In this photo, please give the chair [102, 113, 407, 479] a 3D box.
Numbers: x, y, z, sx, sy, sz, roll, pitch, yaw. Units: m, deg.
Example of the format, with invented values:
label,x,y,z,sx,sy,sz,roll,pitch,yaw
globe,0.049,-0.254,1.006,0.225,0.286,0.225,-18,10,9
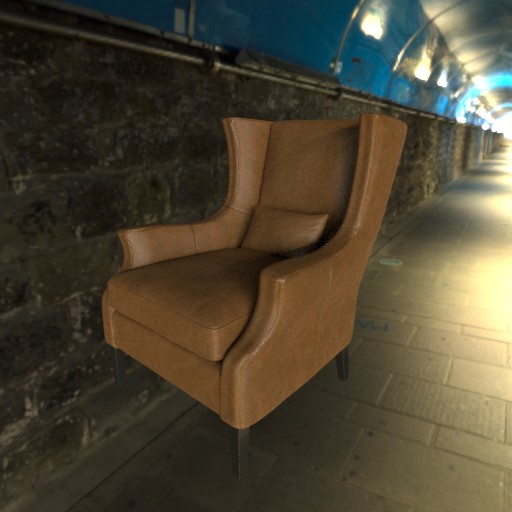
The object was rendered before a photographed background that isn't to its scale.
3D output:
label,x,y,z,sx,sy,sz,roll,pitch,yaw
chair,0.000,0.000,1.667,0.852,1.016,0.925,15,21,43
